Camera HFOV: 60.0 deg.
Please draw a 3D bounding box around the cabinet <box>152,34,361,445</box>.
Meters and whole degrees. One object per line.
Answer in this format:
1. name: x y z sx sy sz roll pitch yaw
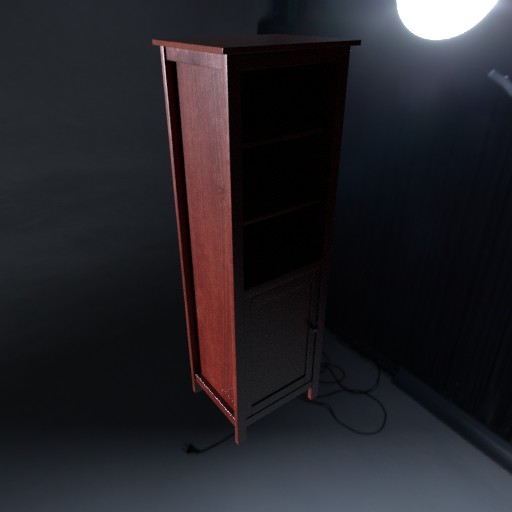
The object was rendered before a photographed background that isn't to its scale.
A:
1. cabinet: 0.000 0.000 1.726 0.500 1.518 0.401 -20 35 -31
